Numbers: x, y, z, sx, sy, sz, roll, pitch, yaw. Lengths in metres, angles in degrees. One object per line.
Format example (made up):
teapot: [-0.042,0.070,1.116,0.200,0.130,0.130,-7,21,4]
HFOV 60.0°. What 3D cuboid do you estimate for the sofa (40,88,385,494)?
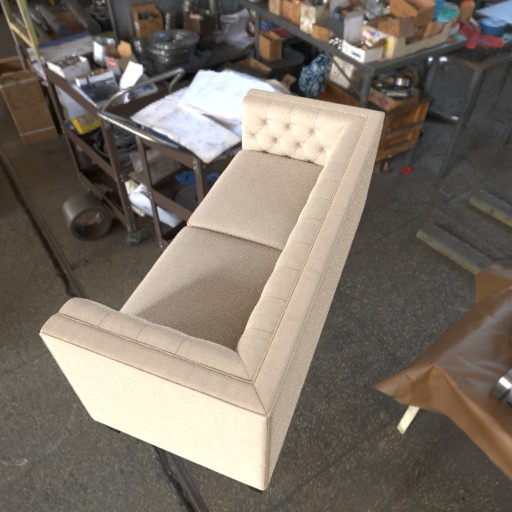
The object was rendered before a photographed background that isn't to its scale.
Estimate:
sofa: [0.000,0.000,2.120,0.775,0.762,1.778,16,48,15]
